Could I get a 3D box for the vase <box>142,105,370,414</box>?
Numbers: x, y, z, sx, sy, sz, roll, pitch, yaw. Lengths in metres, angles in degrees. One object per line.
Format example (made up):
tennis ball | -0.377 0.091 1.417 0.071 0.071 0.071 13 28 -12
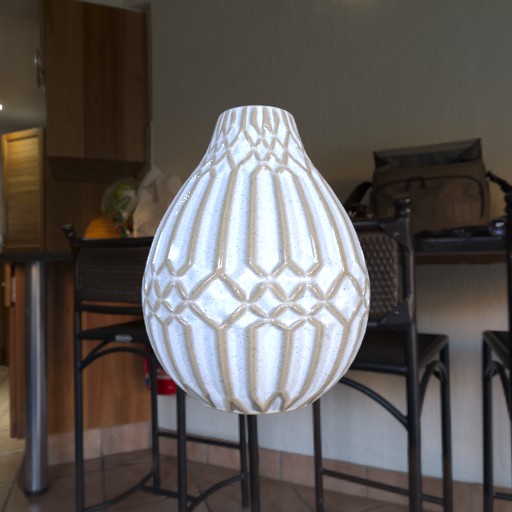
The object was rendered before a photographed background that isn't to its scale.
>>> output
vase | 0.000 0.000 0.319 0.159 0.200 0.159 0 0 0
